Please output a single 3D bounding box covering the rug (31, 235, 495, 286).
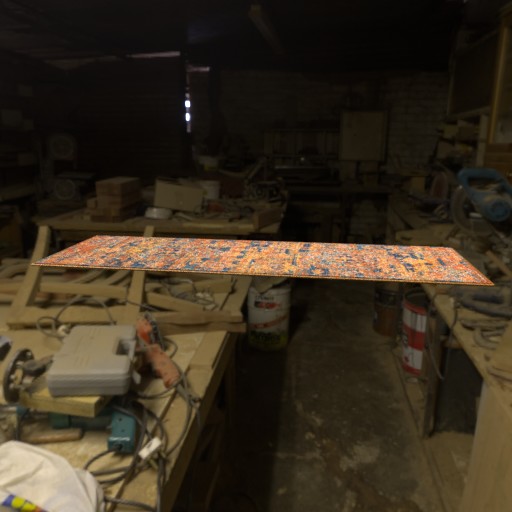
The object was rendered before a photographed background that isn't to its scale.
[{"bbox_3d":[0.000,0.000,1.983,1.820,0.013,0.556,2,15,8],"label":"rug"}]
